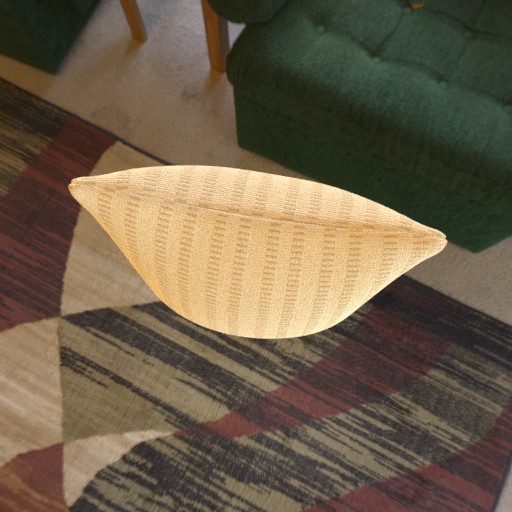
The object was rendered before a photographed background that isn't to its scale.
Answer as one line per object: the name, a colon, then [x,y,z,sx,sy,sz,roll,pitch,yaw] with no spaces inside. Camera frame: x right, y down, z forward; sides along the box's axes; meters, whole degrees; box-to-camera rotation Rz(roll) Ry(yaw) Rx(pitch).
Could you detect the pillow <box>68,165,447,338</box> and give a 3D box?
pillow: [0.000,0.000,0.695,0.438,0.419,0.247,9,76,2]
